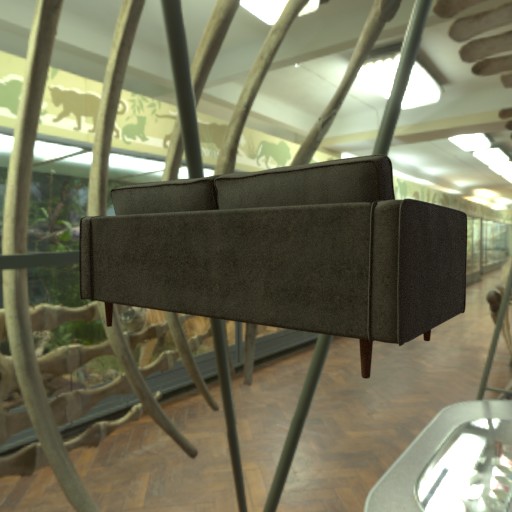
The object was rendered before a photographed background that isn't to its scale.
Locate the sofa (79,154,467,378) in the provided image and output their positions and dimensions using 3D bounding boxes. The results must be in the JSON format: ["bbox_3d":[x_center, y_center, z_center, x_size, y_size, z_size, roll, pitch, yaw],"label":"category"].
[{"bbox_3d":[0.000,0.000,2.359,1.920,0.825,0.924,2,3,37],"label":"sofa"}]
